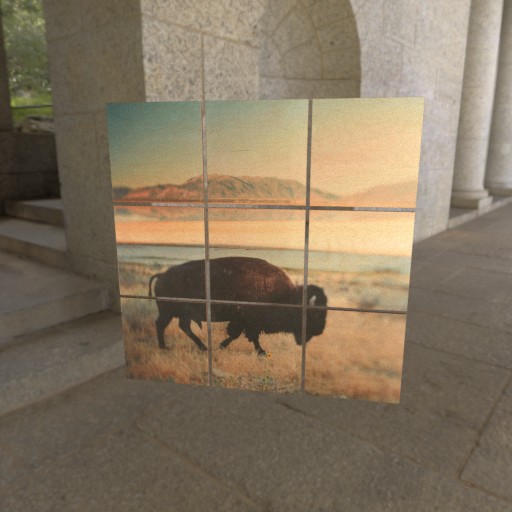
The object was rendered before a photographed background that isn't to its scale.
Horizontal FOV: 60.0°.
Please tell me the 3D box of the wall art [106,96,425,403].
[{"bbox_3d":[0.000,0.000,1.826,1.221,1.218,0.019,2,14,10],"label":"wall art"}]
